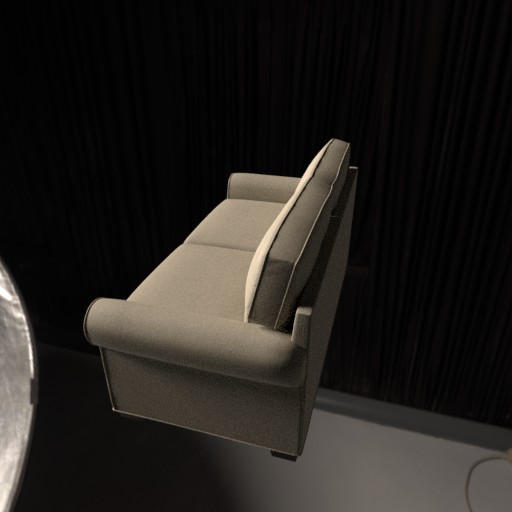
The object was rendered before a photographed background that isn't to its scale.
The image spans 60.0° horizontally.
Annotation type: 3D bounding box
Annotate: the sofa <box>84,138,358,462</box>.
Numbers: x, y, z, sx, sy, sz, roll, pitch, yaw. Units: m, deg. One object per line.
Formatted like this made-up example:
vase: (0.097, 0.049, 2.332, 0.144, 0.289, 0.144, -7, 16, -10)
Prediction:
sofa: (0.000, 0.000, 2.333, 0.861, 0.933, 1.774, 8, 30, 15)
